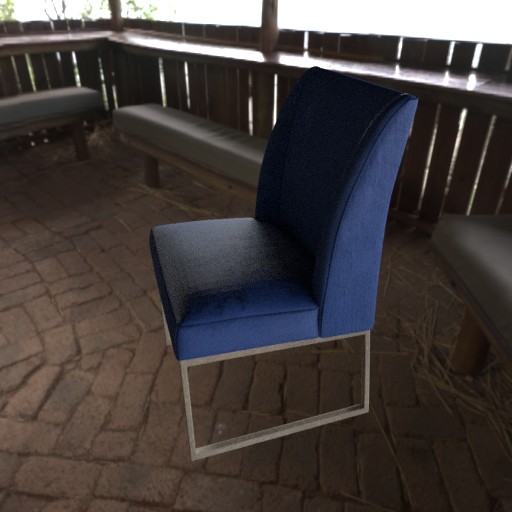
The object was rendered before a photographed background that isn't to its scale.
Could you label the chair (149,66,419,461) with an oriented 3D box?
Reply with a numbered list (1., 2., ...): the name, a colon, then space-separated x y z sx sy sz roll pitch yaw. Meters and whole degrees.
1. chair: 0.000 0.000 1.173 0.522 0.863 0.508 -9 32 -15
